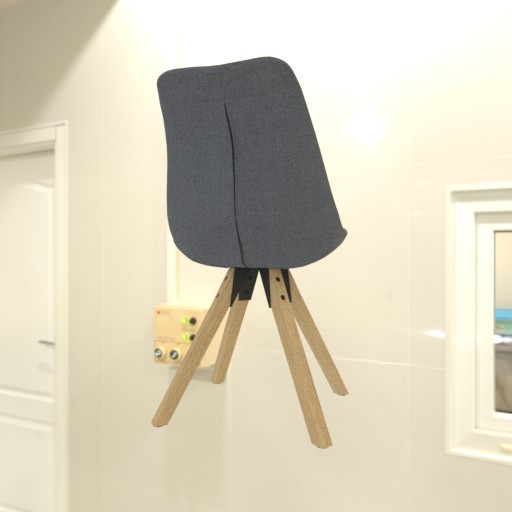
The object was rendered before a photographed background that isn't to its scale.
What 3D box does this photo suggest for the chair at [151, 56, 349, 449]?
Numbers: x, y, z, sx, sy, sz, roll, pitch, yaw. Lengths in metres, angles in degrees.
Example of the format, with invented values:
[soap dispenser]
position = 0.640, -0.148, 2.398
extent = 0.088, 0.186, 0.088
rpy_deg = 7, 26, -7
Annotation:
[chair]
position = 0.000, 0.000, 1.213
extent = 0.485, 0.850, 0.550
rpy_deg = 0, 0, 17
